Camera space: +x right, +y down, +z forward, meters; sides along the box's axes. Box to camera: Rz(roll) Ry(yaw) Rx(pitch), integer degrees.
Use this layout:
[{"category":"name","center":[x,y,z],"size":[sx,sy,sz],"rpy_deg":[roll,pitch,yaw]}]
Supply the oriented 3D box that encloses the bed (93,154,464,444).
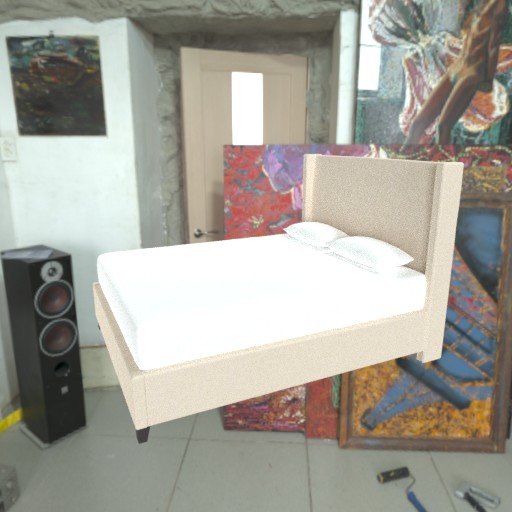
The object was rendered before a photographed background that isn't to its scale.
[{"category":"bed","center":[0.000,0.000,3.477],"size":[2.293,1.471,1.778],"rpy_deg":[-7,17,-25]}]
